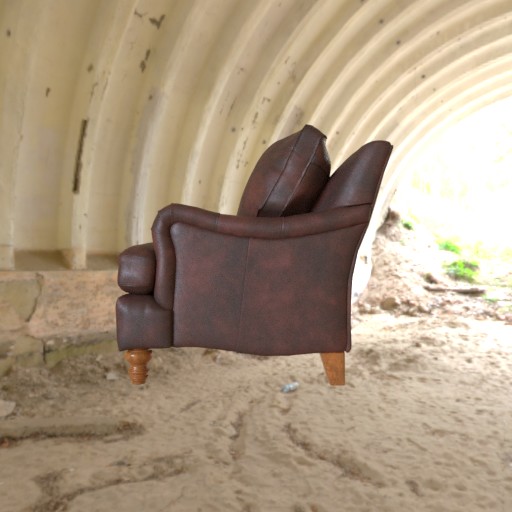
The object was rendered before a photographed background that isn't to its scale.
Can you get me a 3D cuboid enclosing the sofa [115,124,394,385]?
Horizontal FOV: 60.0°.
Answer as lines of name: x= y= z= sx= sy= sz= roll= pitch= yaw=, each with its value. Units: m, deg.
sofa: x=0.000 y=0.000 z=2.806 sx=1.147 sy=1.071 sz=2.144 roll=0 pitch=-1 yaw=0
